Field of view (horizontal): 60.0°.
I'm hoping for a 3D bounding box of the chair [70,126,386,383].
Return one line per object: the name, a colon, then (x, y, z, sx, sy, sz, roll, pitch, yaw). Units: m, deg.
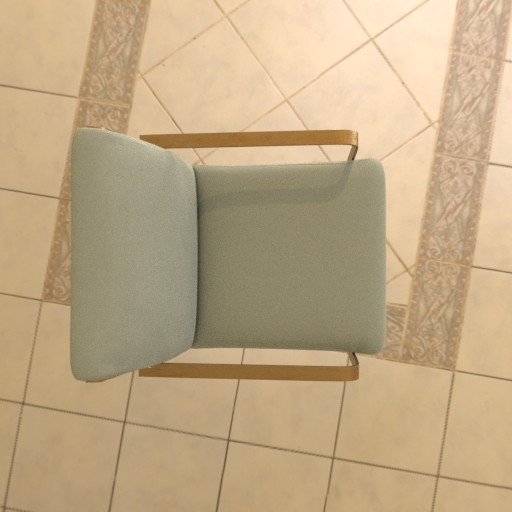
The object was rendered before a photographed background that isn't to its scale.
chair: (0.000, 0.000, 1.412, 0.842, 0.824, 0.701, 0, 89, 1)
